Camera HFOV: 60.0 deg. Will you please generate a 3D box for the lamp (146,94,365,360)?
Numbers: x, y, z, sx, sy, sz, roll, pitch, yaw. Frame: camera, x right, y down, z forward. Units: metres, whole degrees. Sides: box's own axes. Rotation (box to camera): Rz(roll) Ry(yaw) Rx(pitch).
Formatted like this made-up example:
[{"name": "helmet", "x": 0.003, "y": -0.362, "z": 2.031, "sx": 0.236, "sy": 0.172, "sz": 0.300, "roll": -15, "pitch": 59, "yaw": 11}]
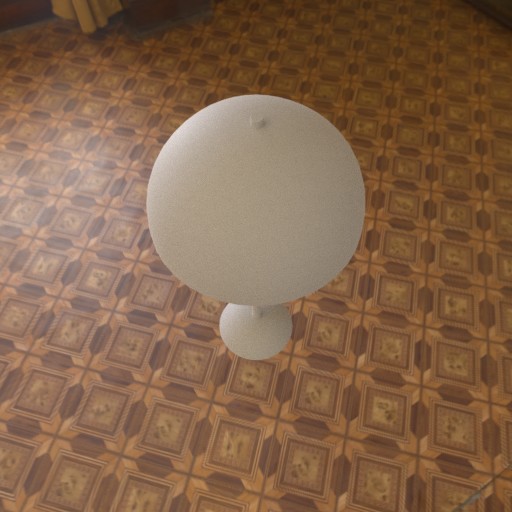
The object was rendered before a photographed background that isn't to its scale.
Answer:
[{"name": "lamp", "x": 0.000, "y": 0.000, "z": 0.419, "sx": 0.171, "sy": 0.330, "sz": 0.171, "roll": 0, "pitch": 58, "yaw": 0}]
